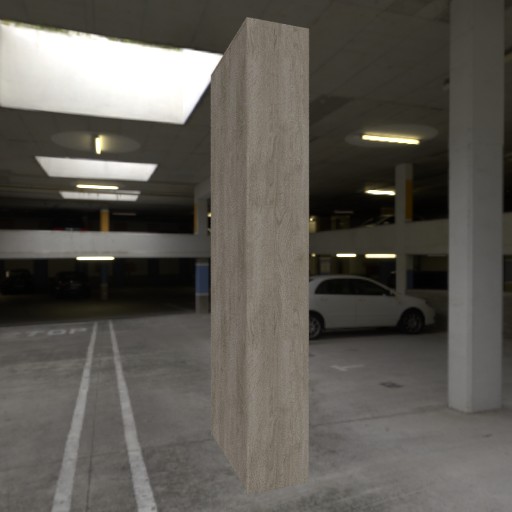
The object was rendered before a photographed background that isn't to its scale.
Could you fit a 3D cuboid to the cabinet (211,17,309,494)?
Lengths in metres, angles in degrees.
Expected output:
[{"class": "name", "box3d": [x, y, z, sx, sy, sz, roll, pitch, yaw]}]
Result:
[{"class": "cabinet", "box3d": [0.000, 0.000, 1.801, 0.250, 1.630, 0.520, 0, 0, -19]}]
